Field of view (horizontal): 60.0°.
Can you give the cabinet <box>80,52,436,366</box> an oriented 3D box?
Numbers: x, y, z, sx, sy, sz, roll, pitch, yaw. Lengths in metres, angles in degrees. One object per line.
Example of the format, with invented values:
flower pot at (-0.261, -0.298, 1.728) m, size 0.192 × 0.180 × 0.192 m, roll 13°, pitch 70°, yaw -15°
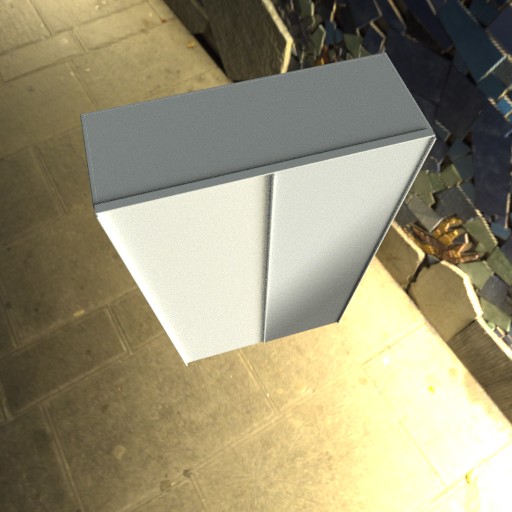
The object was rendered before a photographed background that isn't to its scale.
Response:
cabinet at (0.000, 0.000, 2.611) m, size 1.250 × 2.160 × 0.480 m, roll -14°, pitch 64°, yaw -7°
